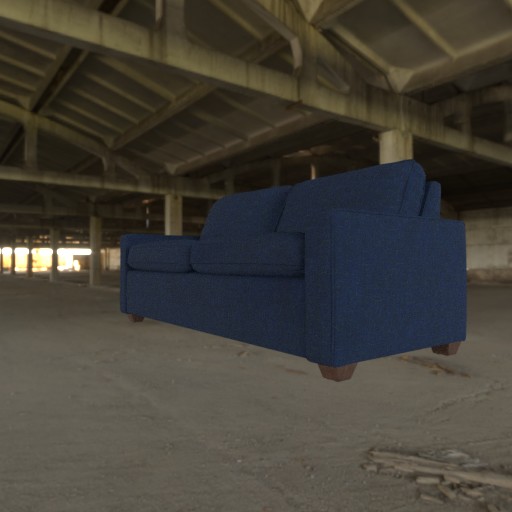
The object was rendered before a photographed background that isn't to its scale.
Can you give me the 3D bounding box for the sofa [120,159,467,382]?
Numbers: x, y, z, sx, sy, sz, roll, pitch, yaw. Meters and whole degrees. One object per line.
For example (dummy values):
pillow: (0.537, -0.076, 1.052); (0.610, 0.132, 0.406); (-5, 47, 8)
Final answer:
sofa: (0.000, 0.000, 2.586); (0.940, 0.919, 2.080); (0, -1, -37)
